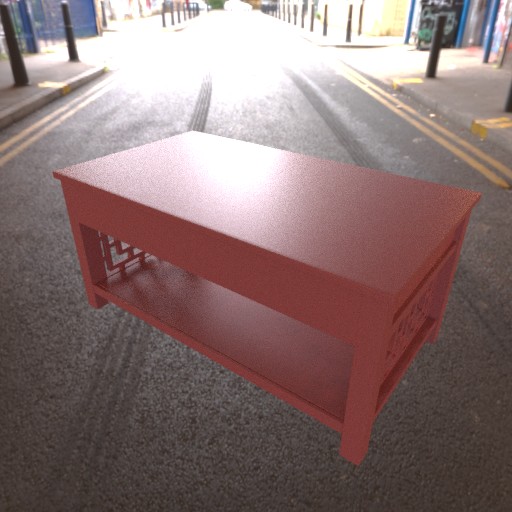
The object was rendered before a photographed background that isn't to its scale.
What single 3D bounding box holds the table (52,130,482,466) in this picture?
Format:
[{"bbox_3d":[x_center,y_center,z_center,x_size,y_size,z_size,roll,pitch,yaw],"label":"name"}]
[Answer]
[{"bbox_3d":[0.000,0.000,1.382,1.068,0.493,0.612,21,36,32],"label":"table"}]
